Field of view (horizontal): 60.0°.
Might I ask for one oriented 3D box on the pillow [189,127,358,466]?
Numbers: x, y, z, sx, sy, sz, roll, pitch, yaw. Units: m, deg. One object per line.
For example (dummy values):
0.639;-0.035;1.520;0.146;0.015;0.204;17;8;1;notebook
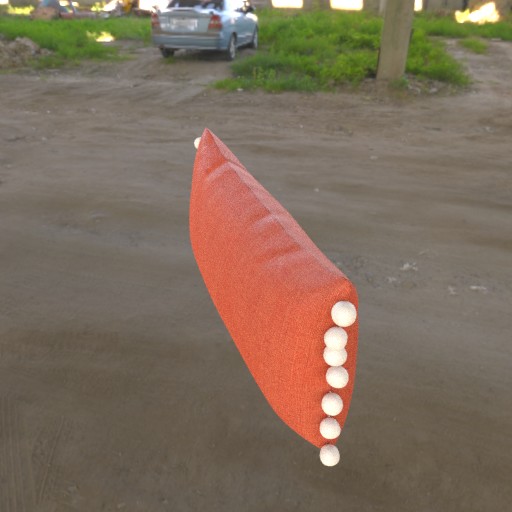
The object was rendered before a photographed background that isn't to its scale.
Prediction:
0.000;0.000;0.841;0.201;0.322;0.709;-11;33;-17;pillow
